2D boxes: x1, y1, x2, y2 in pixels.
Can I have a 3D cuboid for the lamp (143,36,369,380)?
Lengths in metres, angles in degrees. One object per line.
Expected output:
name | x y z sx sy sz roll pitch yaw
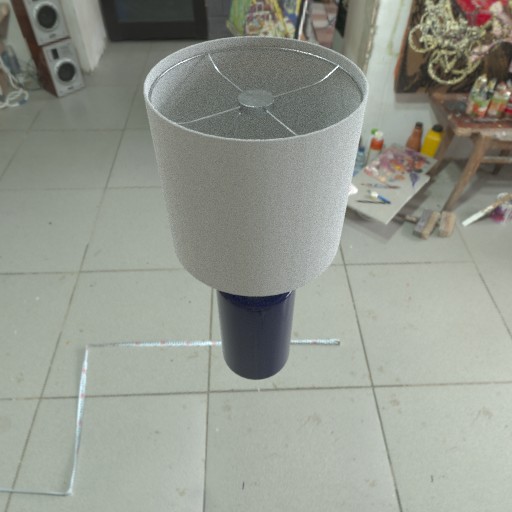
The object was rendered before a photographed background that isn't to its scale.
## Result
lamp | 0.000 0.000 0.602 0.212 0.493 0.212 -24 52 -21
